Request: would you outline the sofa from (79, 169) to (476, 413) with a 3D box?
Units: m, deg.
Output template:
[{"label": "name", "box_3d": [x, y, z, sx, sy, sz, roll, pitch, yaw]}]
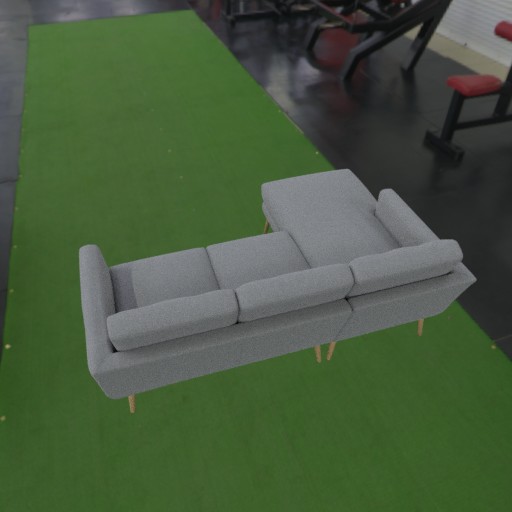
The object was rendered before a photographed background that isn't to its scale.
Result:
[{"label": "sofa", "box_3d": [0.000, 0.000, 2.815, 2.040, 0.860, 1.530, -12, 44, -12]}]
